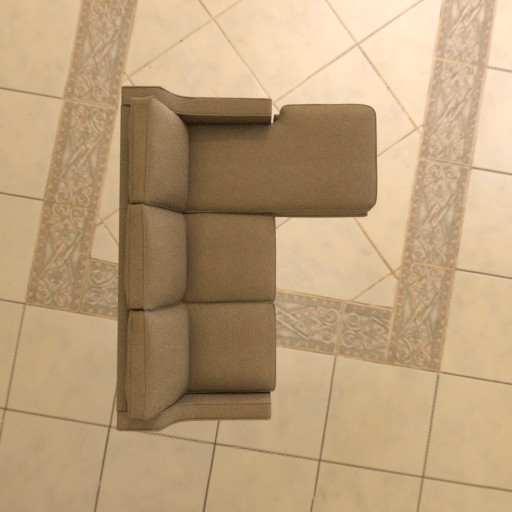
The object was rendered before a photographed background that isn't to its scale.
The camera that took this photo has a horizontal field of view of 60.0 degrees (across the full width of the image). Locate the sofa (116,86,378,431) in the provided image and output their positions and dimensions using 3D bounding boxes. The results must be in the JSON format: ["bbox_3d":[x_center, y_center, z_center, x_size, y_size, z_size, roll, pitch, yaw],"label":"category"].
[{"bbox_3d":[0.000,0.000,3.298,1.858,1.081,2.317,0,89,-1],"label":"sofa"}]
